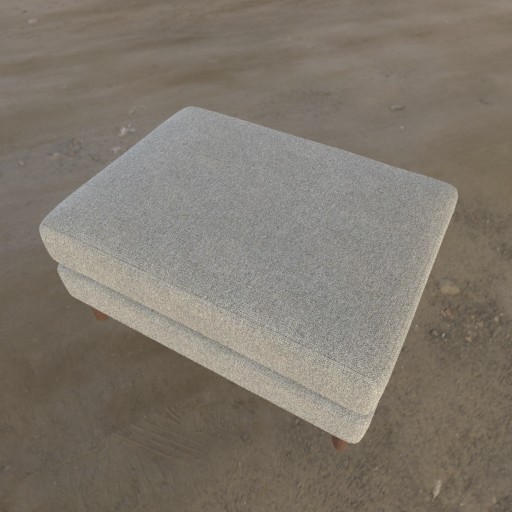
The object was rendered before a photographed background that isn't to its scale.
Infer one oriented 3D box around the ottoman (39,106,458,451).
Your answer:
[{"bbox_3d":[0.000,0.000,1.162,0.821,0.441,0.611,23,52,19],"label":"ottoman"}]
